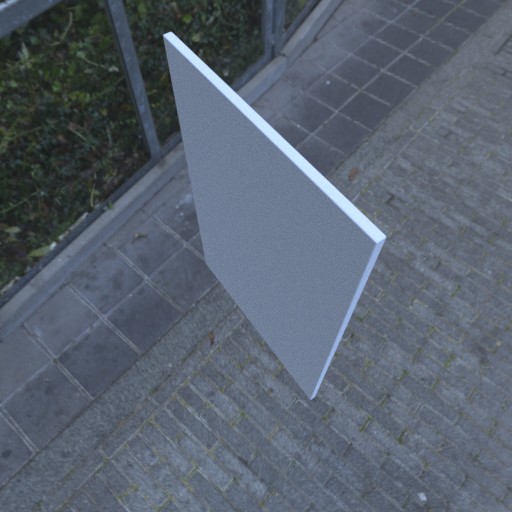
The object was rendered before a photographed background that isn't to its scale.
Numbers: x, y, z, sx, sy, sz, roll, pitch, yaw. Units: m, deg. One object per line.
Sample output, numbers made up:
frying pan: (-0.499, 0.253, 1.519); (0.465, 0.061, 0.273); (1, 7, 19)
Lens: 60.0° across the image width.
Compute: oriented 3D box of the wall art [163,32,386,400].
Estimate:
wall art: (0.000, 0.000, 0.612); (0.011, 0.482, 0.329); (-31, 63, -18)
